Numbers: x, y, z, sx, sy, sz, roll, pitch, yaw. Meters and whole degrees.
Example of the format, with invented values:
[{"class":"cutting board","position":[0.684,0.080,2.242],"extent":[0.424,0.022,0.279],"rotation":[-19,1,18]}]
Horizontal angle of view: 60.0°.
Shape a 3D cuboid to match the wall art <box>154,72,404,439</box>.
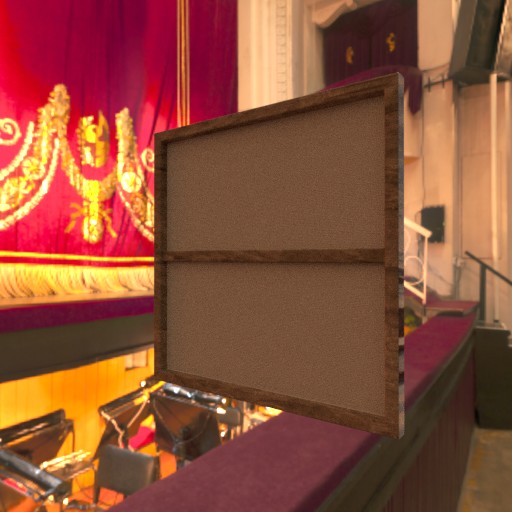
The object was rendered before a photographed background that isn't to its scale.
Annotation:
[{"class":"wall art","position":[0.000,0.000,1.134],"extent":[0.747,0.747,0.035],"rotation":[0,0,37]}]
